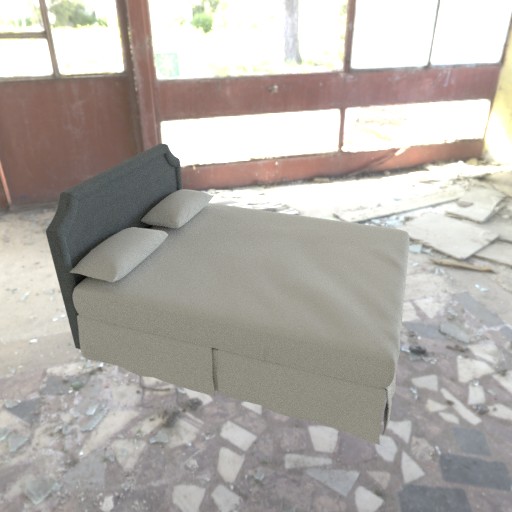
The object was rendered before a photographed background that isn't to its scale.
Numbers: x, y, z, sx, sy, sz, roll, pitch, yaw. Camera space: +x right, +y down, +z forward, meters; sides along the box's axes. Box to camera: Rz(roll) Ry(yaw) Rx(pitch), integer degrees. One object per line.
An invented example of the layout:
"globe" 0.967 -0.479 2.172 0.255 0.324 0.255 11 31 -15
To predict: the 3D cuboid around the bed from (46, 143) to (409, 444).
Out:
"bed" 0.000 0.000 3.661 2.464 1.306 1.977 10 31 17
